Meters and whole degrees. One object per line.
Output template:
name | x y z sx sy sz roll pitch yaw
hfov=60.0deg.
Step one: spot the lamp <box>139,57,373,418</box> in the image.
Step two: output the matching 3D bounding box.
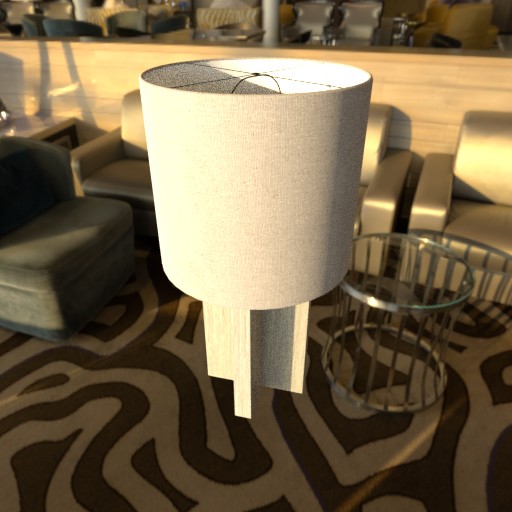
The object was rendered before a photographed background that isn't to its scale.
lamp | 0.000 0.000 0.552 0.229 0.428 0.229 8 32 12
